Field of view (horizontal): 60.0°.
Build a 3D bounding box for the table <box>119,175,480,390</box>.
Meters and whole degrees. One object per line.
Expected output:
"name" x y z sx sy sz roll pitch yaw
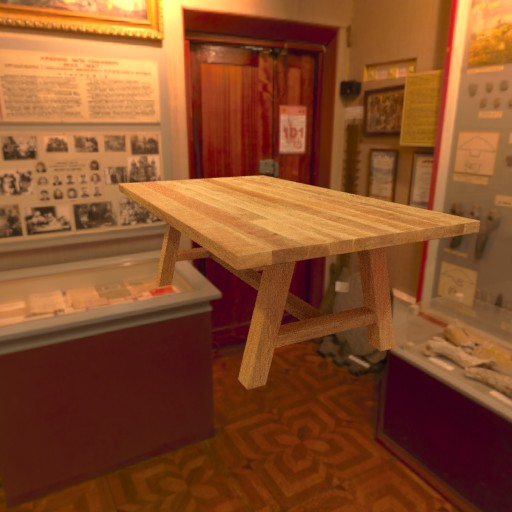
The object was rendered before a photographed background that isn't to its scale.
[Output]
"table" 0.000 0.000 1.723 0.760 0.455 1.320 -8 18 -26
